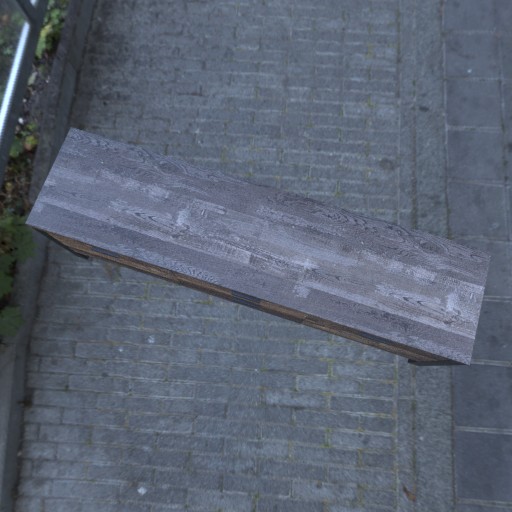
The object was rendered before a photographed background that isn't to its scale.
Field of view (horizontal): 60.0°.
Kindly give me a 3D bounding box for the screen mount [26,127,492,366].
[{"bbox_3d":[0.000,0.000,1.707,1.524,0.450,0.395,17,76,4],"label":"screen mount"}]
